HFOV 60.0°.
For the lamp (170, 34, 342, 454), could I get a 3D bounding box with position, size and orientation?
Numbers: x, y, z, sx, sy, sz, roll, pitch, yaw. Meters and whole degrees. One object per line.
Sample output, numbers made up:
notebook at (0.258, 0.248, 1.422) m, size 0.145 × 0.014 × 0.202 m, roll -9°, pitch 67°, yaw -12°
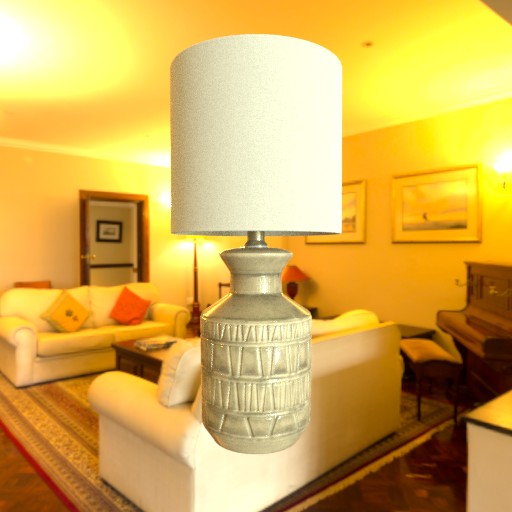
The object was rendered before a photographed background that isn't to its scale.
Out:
lamp at (0.000, 0.000, 0.559) m, size 0.211 × 0.455 × 0.211 m, roll 0°, pitch 1°, yaw 0°
